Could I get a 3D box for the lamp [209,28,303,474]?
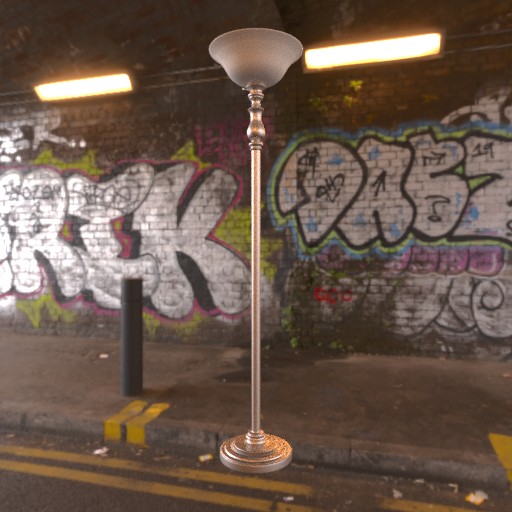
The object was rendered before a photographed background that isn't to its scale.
[{"bbox_3d":[0.000,0.000,1.928,0.405,1.771,0.405,0,1,-34],"label":"lamp"}]
